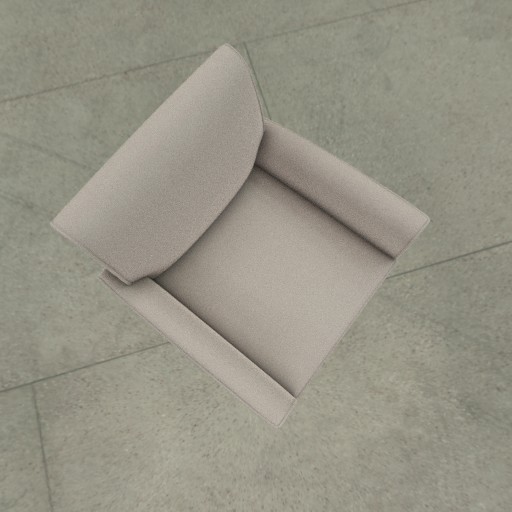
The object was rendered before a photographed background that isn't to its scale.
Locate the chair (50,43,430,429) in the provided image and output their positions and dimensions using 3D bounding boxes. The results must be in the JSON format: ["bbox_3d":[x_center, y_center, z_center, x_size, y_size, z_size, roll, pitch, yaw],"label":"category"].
[{"bbox_3d":[0.000,0.000,1.579,0.820,0.915,0.820,37,78,10],"label":"chair"}]
